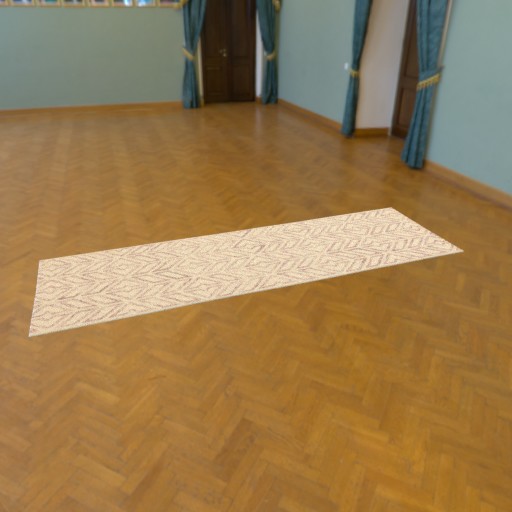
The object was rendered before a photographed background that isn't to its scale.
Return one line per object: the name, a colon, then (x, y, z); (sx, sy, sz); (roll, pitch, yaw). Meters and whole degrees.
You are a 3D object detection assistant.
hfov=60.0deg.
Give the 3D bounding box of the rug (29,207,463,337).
rug: (0.000, 0.000, 2.660); (2.435, 0.009, 0.750); (-10, 30, -17)
